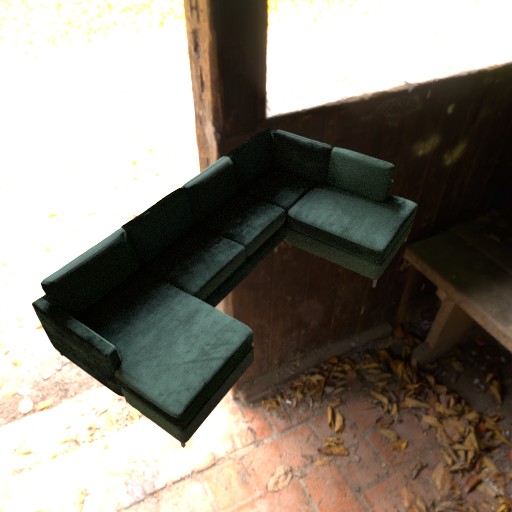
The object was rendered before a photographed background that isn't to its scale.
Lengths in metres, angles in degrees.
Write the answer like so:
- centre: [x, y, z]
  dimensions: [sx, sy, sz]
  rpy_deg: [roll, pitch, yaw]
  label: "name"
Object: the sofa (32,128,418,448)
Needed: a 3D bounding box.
- centre: [0.000, 0.000, 4.309]
  dimensions: [2.055, 0.992, 3.434]
  rpy_deg: [25, 47, 25]
  label: "sofa"
